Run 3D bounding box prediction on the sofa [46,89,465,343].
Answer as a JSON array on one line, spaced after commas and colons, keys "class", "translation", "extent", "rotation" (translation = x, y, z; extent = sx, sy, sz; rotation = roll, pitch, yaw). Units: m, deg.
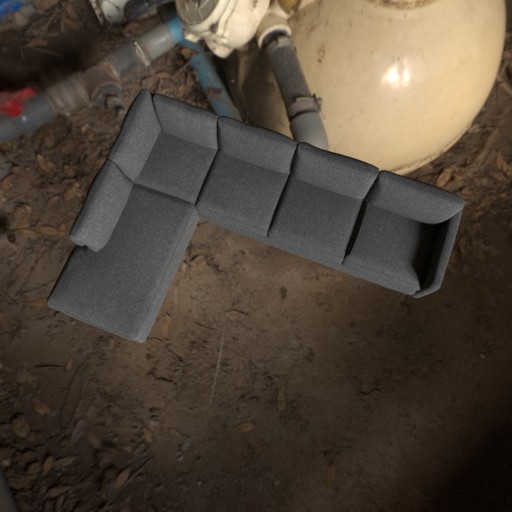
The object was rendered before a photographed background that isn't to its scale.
[{"class": "sofa", "translation": [0.000, 0.000, 3.696], "extent": [2.949, 0.815, 2.007], "rotation": [20, 77, 5]}]
